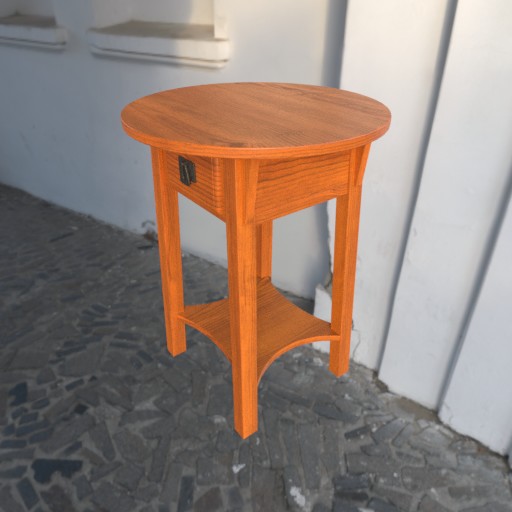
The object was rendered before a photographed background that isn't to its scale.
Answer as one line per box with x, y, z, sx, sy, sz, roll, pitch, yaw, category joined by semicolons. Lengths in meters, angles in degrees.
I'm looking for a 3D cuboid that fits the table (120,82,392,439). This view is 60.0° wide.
0.000;0.000;0.930;0.457;0.610;0.457;0;31;0;table
